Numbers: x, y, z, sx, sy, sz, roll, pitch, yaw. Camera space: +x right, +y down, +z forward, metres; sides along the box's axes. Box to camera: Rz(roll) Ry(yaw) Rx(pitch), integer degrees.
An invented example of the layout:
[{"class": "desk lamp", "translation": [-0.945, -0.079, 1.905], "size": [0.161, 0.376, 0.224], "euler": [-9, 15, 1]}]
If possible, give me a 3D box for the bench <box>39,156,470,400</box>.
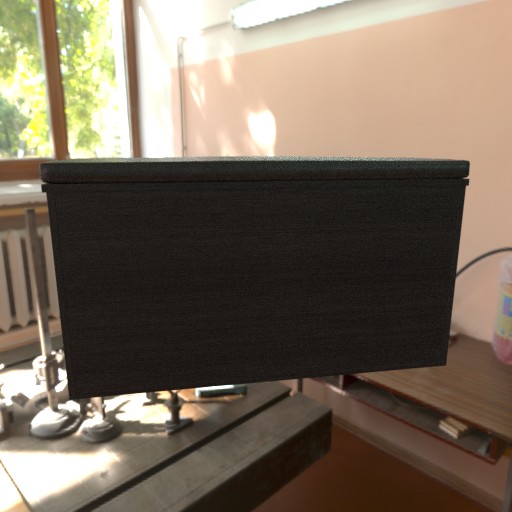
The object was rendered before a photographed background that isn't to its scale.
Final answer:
[{"class": "bench", "translation": [0.000, 0.000, 1.156], "size": [0.905, 0.501, 0.401], "euler": [-2, 14, -10]}]
